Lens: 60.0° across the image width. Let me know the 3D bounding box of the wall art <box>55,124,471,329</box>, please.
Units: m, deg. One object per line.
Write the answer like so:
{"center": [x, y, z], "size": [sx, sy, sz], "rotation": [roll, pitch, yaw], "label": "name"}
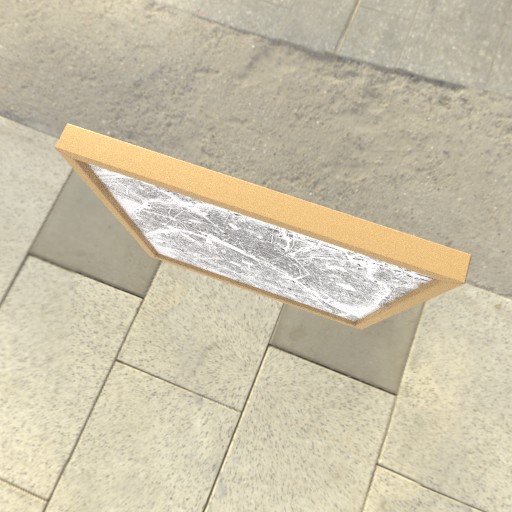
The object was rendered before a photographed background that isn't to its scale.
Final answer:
{"center": [0.000, 0.000, 0.768], "size": [0.509, 0.509, 0.036], "rotation": [19, 76, 5], "label": "wall art"}
